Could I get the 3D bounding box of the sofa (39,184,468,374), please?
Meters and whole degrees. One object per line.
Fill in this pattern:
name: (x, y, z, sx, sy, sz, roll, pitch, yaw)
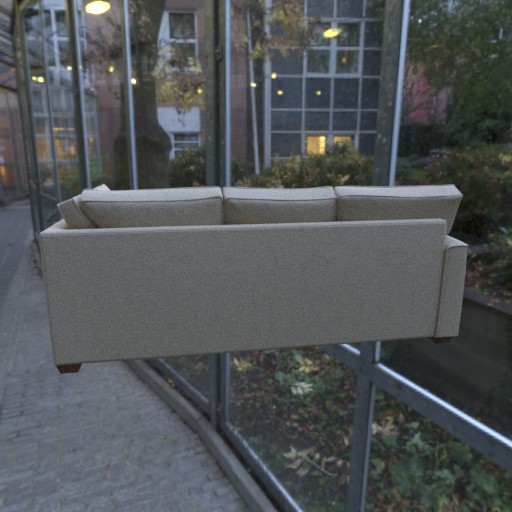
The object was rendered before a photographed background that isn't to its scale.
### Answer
sofa: (0.000, 0.000, 2.879, 2.317, 0.962, 1.061, -2, 14, -9)
